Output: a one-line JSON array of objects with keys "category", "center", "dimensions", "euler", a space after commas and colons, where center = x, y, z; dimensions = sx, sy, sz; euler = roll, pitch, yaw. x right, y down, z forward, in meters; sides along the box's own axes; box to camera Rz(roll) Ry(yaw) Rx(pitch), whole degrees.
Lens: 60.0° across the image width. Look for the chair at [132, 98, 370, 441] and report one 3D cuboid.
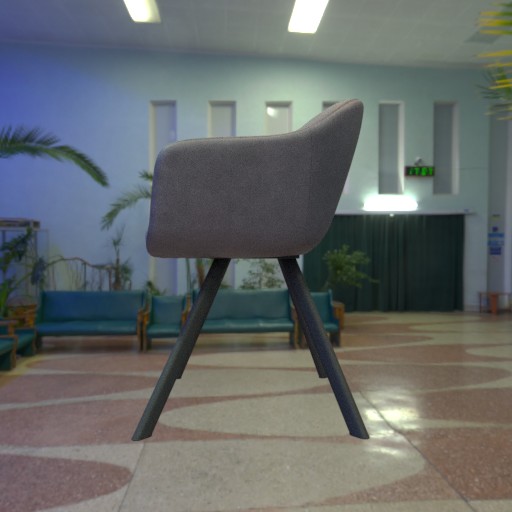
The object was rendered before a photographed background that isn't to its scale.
[{"category": "chair", "center": [0.000, 0.000, 1.183], "dimensions": [0.544, 0.781, 0.567], "euler": [0, 1, -1]}]
